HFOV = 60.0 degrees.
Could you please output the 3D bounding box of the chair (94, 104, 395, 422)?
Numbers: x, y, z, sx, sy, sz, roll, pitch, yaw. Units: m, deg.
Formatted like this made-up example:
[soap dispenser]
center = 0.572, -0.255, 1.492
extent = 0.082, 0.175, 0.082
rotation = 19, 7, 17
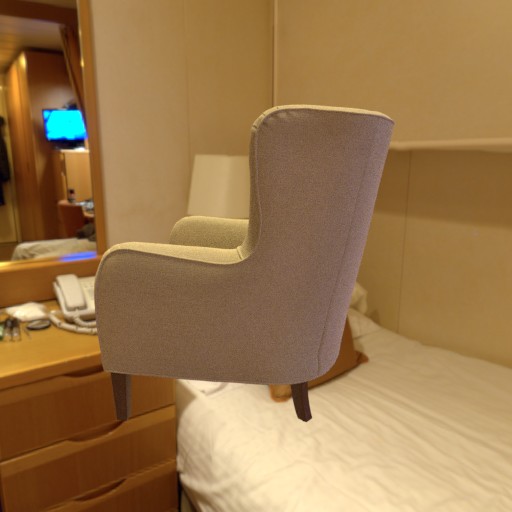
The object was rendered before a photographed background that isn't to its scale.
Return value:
[chair]
center = 0.000, 0.000, 1.732
extent = 0.966, 1.040, 0.838
rotation = 2, 13, 8
